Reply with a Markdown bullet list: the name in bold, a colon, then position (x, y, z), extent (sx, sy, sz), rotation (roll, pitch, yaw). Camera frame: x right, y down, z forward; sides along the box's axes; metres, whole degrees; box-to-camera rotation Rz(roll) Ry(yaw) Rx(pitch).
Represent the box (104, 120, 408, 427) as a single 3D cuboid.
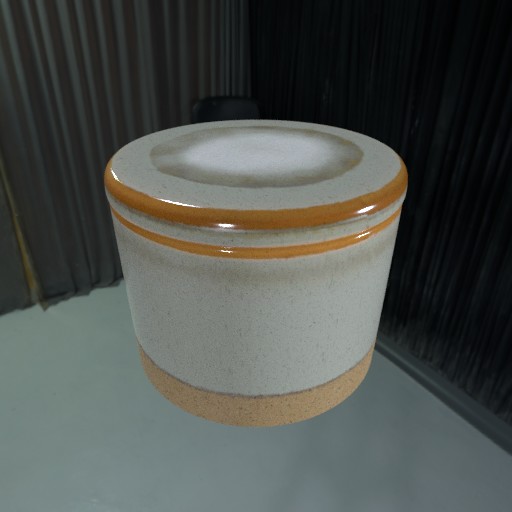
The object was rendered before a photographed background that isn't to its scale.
- **box**: position (0.000, 0.000, 0.209), extent (0.123, 0.100, 0.123), rotation (0, 30, 0)
